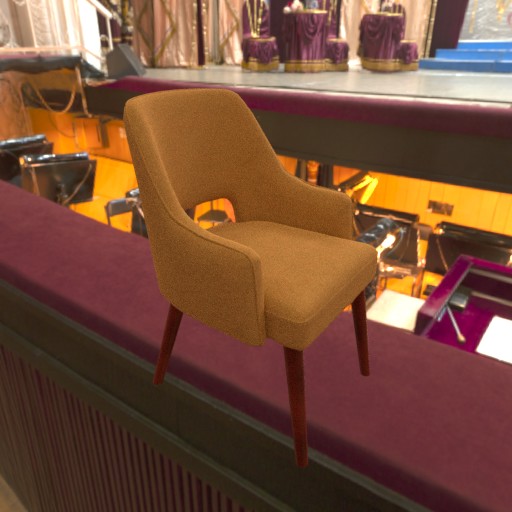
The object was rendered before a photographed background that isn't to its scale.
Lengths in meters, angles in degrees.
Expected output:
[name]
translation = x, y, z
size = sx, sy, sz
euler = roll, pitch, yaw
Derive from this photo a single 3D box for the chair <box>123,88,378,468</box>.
[chair]
translation = 0.000, 0.000, 1.249
size = 0.605, 0.849, 0.548
euler = 17, 30, 31
